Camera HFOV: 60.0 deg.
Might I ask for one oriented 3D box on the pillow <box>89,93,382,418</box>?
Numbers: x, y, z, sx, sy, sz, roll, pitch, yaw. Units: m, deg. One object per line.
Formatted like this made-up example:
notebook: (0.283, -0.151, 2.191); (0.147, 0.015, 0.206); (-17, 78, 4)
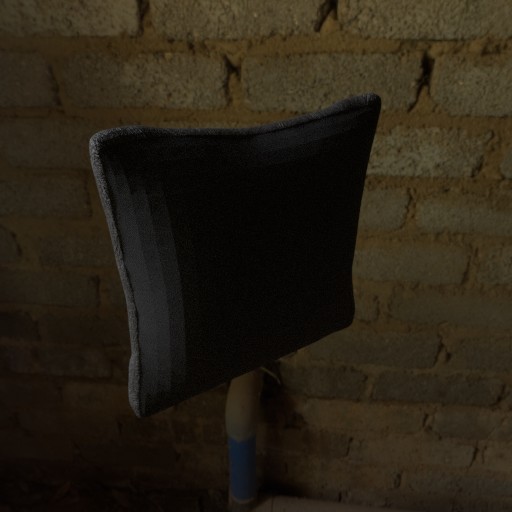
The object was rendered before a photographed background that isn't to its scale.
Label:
pillow: (0.000, 0.000, 0.806); (0.533, 0.523, 0.210); (-18, 34, -28)
